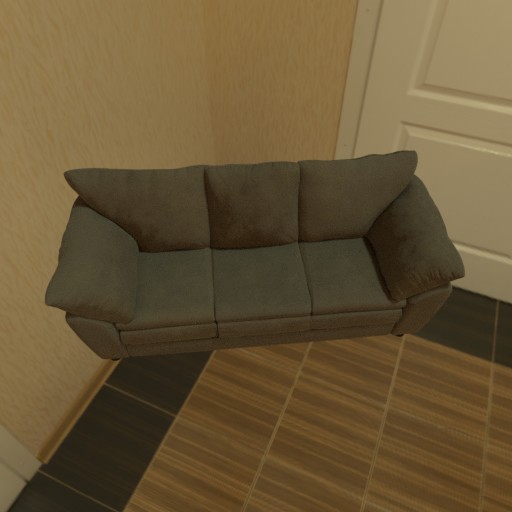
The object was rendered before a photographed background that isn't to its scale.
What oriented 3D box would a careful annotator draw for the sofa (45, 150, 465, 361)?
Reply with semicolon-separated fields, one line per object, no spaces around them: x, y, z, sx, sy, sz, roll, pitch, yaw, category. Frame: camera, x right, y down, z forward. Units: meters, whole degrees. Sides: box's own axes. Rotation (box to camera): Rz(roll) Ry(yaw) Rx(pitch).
0.000;0.000;2.843;2.336;1.073;0.878;-4;48;-4;sofa
